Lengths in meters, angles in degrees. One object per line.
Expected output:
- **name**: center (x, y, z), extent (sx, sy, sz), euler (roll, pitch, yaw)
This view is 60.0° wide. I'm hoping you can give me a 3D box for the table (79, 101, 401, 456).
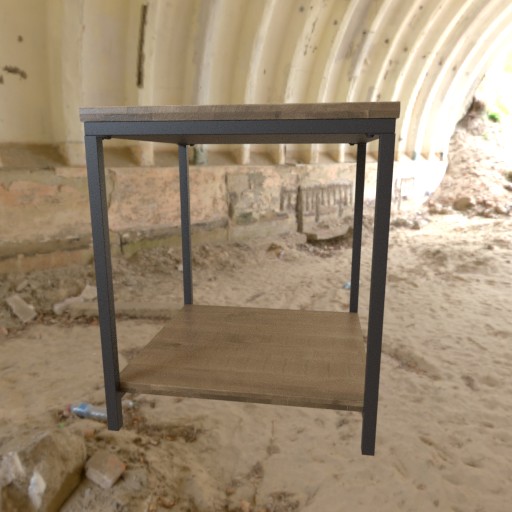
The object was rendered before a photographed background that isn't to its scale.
- **table**: center (0.000, 0.000, 0.989), extent (0.503, 0.589, 0.507), euler (2, 13, 8)
